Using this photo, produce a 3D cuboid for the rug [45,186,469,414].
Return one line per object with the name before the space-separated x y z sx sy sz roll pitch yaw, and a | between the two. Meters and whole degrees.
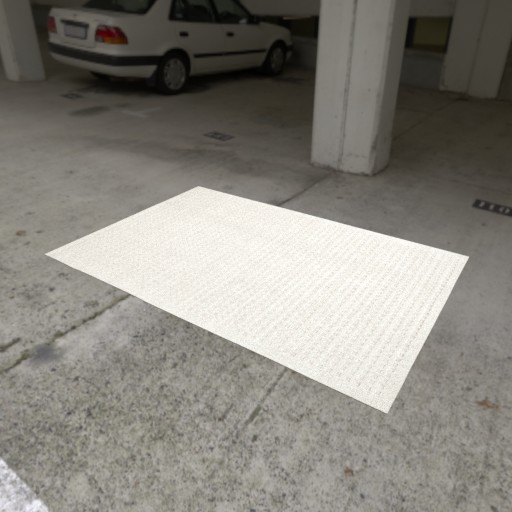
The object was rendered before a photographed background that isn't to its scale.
rug | 0.000 0.000 2.859 2.289 0.006 1.523 18 34 29
